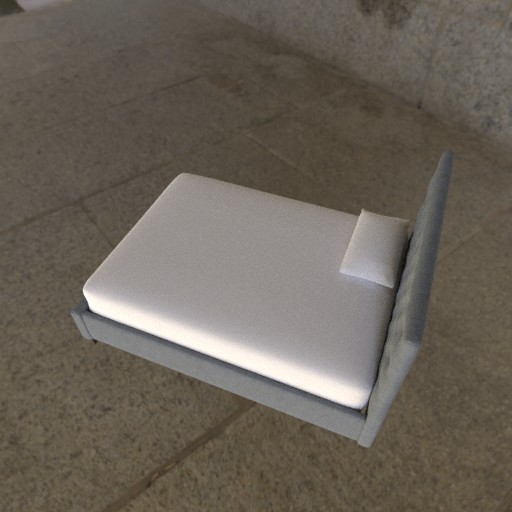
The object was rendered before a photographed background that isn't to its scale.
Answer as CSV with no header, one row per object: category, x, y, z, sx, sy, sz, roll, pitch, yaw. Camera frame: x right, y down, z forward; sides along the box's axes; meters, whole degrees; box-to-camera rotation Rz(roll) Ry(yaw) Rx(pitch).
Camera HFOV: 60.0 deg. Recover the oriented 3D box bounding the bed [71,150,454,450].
bed,0.000,0.000,3.358,2.335,1.411,1.698,17,49,15
